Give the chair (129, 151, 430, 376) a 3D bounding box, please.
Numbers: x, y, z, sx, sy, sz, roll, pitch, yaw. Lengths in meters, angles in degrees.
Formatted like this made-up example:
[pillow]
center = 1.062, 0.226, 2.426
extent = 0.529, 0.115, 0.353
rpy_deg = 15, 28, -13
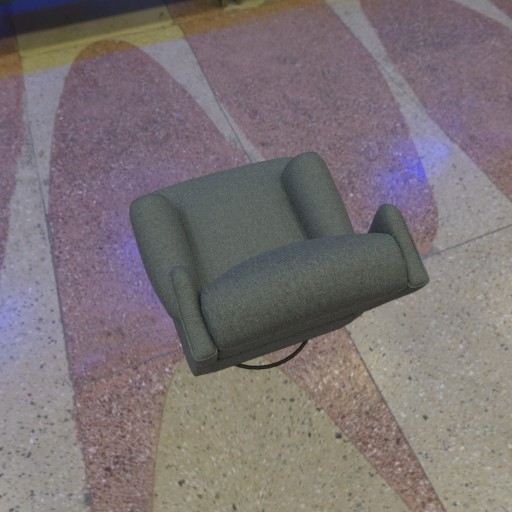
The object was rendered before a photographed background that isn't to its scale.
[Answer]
[chair]
center = 0.000, 0.000, 1.729
extent = 0.847, 1.011, 0.969
rpy_deg = -17, 59, -10
